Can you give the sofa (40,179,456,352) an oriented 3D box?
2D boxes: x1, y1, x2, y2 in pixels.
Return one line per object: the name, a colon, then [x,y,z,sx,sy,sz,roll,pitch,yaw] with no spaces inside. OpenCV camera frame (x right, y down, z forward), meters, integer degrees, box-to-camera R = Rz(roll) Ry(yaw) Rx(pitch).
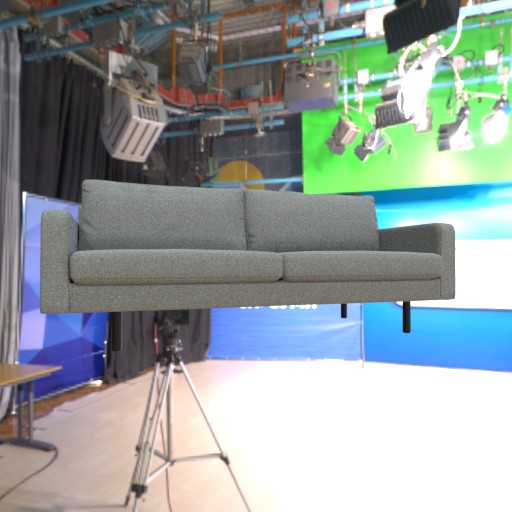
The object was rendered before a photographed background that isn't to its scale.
sofa: [0.000,0.000,2.599,2.200,0.880,0.880,0,-1,-19]
